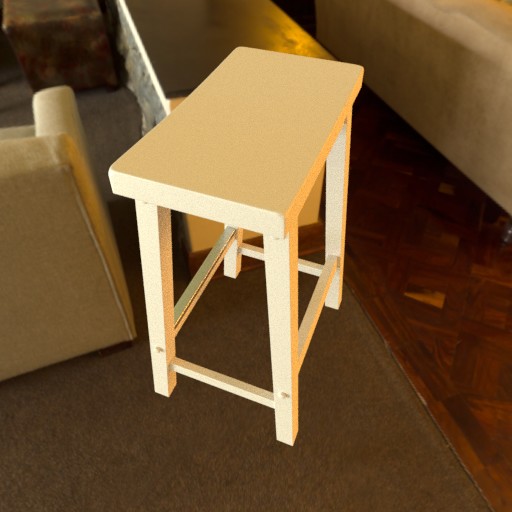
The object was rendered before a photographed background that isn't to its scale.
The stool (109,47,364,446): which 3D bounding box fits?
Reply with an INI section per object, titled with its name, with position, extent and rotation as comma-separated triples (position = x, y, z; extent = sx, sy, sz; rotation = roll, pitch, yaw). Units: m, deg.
[stool]
position = 0.000, 0.000, 0.856
extent = 0.322, 0.610, 0.406
rotation = 16, 48, 15
